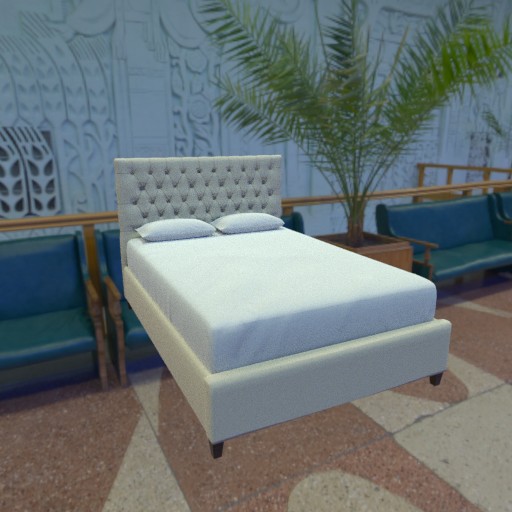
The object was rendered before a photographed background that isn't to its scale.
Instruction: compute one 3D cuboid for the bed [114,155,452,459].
[{"bbox_3d":[0.000,0.000,3.466,1.698,1.427,2.387,-7,17,-25],"label":"bed"}]
